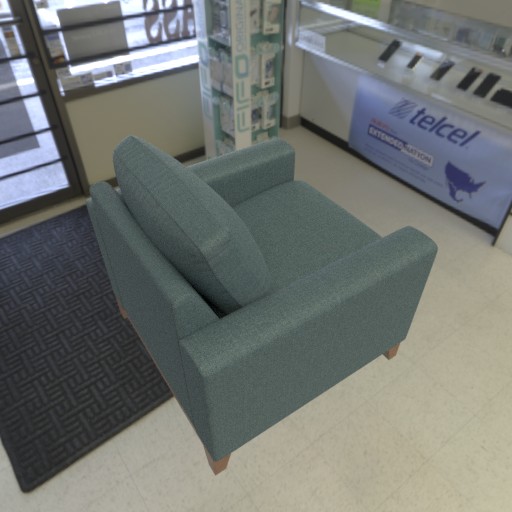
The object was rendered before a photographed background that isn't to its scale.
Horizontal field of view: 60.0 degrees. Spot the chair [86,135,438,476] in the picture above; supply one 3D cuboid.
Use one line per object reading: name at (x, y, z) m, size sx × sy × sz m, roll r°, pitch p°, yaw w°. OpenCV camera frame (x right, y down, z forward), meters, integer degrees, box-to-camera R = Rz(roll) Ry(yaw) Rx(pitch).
chair at (0.000, 0.000, 1.872) m, size 1.038 × 1.010 × 1.024 m, roll -24°, pitch 47°, yaw -24°
